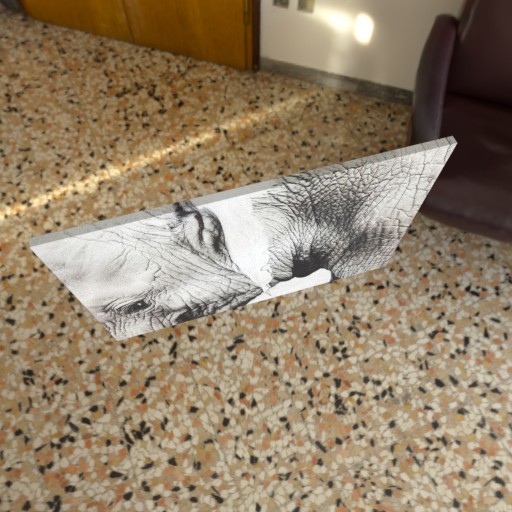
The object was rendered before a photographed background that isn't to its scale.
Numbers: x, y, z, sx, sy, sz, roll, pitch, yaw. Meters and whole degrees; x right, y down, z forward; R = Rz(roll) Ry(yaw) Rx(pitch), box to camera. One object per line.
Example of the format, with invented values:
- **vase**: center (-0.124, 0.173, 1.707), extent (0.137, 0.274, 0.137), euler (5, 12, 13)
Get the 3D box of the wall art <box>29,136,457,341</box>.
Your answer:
- **wall art**: center (0.000, 0.000, 1.184), extent (0.914, 0.607, 0.023), euler (-15, 63, -8)
